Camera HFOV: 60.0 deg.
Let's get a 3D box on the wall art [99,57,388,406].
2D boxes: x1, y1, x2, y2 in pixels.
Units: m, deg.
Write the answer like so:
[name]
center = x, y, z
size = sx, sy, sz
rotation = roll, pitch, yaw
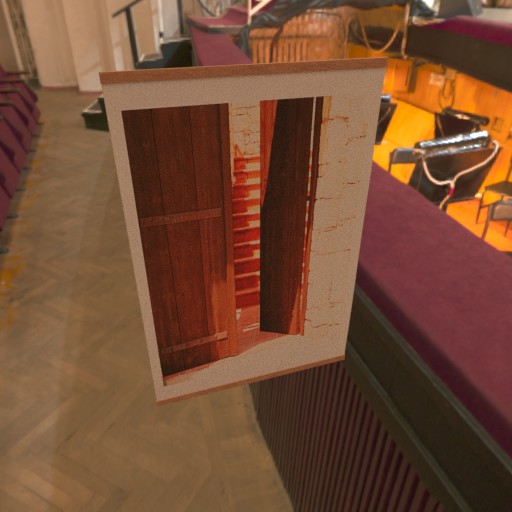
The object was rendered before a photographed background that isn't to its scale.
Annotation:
[wall art]
center = 0.000, 0.000, 1.896
size = 1.019, 1.527, 0.019
rotation = -10, 33, -15
